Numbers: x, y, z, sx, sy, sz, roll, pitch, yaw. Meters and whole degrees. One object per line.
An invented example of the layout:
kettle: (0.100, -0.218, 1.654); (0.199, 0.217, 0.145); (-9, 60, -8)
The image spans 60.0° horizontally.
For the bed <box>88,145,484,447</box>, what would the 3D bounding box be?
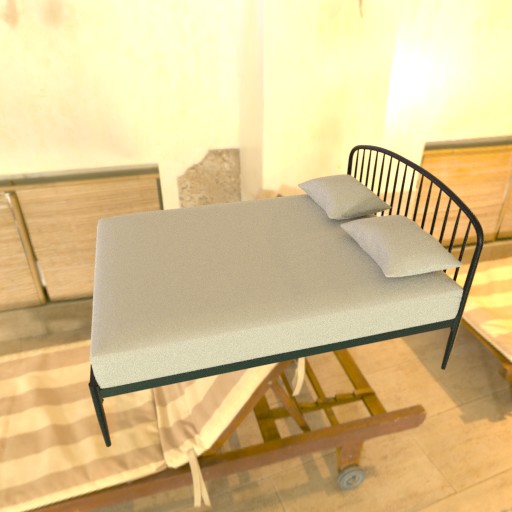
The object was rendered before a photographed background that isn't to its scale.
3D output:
bed: (0.000, 0.000, 3.025); (2.159, 1.166, 1.618); (-8, 31, -14)
